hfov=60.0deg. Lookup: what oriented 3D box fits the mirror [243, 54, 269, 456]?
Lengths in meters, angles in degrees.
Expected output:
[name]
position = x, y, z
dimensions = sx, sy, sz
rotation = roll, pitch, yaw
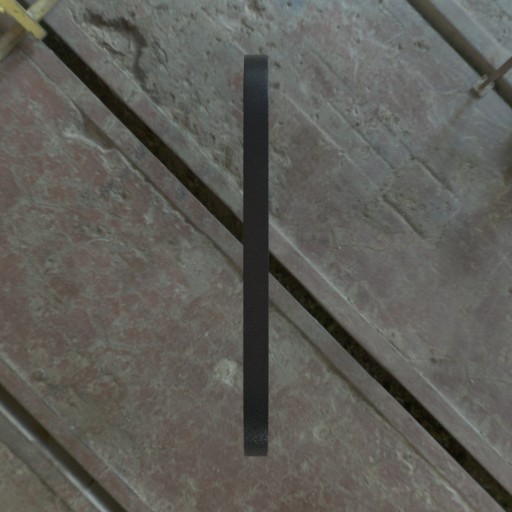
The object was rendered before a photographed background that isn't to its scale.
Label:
[mirror]
position = 0.000, 0.000, 0.671
dimensions = 0.032, 0.254, 0.584
rotation = 0, 91, 0
